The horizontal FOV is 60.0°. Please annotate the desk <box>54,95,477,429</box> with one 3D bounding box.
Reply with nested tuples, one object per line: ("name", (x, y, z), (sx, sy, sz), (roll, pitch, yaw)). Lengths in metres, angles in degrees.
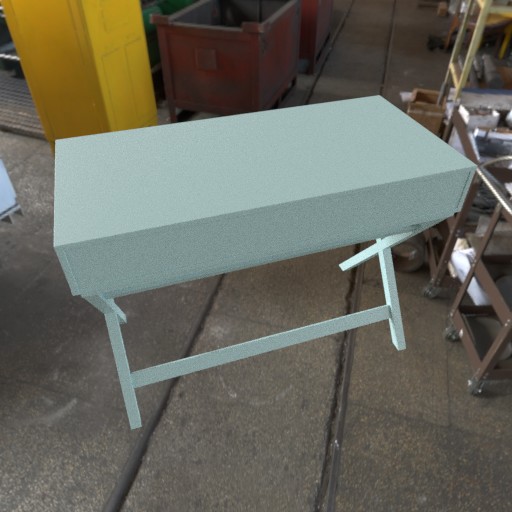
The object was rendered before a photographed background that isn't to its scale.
("desk", (0.000, 0.000, 1.488), (1.057, 0.780, 0.525), (-12, 43, -14))
